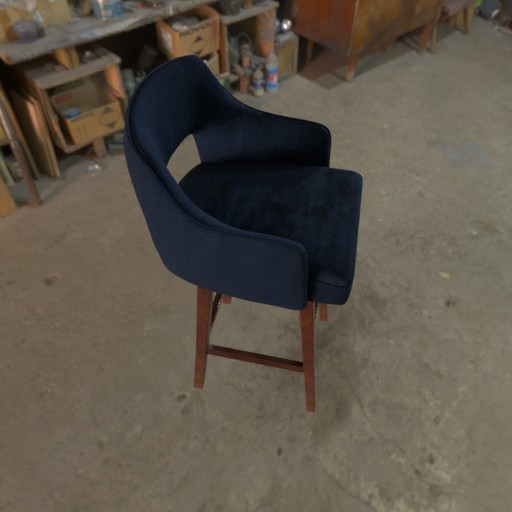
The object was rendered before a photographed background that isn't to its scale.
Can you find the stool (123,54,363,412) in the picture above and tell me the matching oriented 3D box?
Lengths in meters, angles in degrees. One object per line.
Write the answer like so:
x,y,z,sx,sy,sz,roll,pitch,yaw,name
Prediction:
0.000,0.000,1.349,0.560,1.041,0.550,9,47,9,stool
